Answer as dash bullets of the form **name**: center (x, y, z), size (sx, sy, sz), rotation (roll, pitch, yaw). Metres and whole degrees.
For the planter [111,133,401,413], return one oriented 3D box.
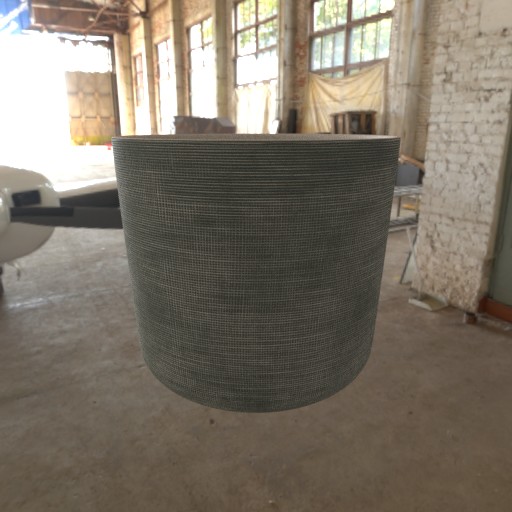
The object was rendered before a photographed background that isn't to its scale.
- **planter**: center (0.000, 0.000, 0.761), size (0.440, 0.398, 0.440), rotation (0, 16, 0)
